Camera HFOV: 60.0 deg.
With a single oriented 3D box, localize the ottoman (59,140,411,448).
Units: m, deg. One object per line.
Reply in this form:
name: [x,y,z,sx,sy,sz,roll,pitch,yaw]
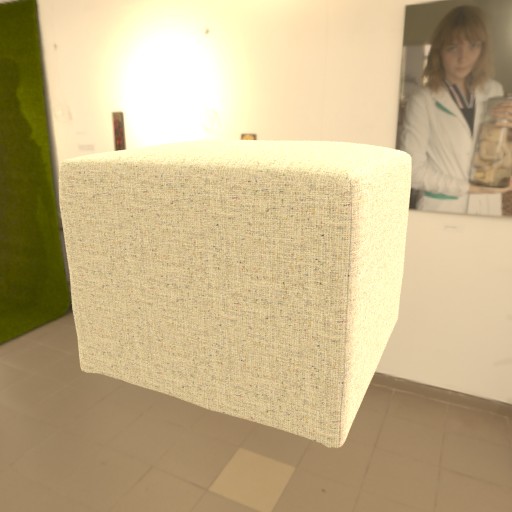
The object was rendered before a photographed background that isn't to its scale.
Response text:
ottoman: [0.000,0.000,0.900,0.521,0.453,0.512,8,18,25]
